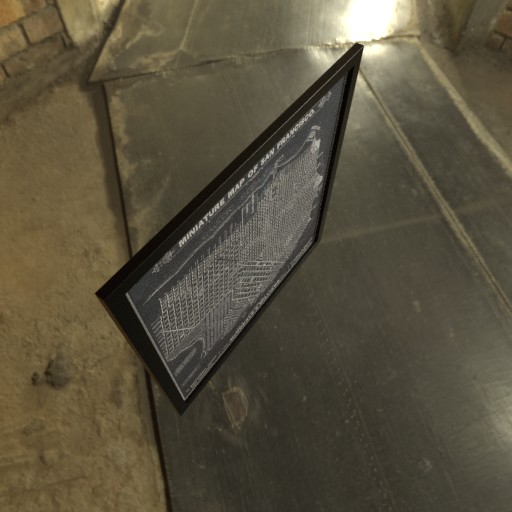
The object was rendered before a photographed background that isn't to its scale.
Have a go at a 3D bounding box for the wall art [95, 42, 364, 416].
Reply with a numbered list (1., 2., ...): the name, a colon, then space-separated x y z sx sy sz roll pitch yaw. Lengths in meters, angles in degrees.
1. wall art: 0.000 0.000 0.676 0.012 0.458 0.457 32 64 18
